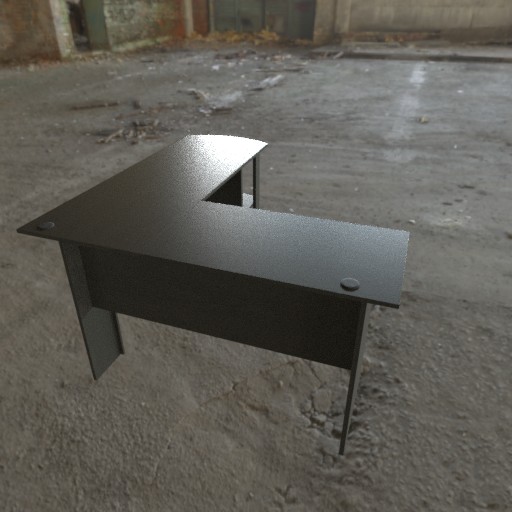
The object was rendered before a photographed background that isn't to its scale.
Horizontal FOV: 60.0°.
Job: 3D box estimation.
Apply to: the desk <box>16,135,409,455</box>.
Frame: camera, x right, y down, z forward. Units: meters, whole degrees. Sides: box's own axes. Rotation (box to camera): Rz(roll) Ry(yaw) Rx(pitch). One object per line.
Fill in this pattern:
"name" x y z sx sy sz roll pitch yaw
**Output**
"desk" 0.000 0.000 2.100 1.303 0.716 1.361 10 32 17
